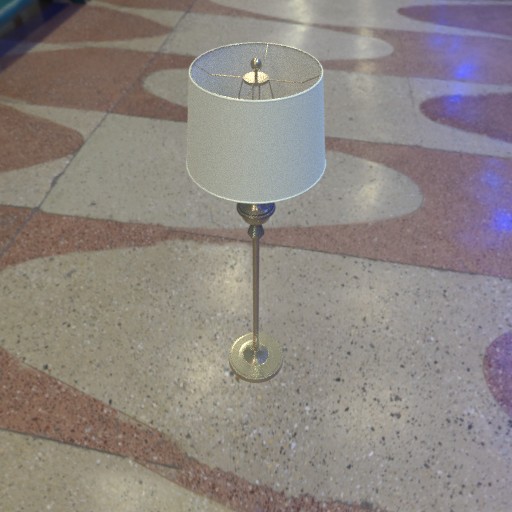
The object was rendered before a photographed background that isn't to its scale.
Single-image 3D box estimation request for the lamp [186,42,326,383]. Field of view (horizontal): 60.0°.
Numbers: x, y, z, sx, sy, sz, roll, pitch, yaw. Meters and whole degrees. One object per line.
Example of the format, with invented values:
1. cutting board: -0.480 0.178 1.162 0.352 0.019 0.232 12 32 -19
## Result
1. lamp: 0.000 0.000 1.688 0.431 1.488 0.431 0 46 0
